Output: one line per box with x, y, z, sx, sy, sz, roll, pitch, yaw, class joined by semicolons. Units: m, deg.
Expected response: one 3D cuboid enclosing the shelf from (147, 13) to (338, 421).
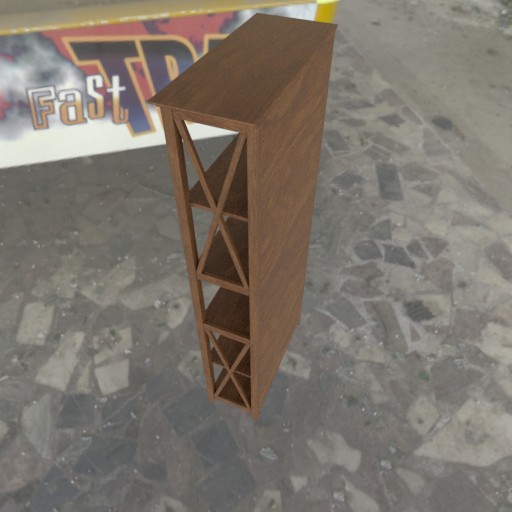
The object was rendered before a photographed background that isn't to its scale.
0.000;0.000;2.157;0.335;1.905;0.805;17;48;16;shelf
